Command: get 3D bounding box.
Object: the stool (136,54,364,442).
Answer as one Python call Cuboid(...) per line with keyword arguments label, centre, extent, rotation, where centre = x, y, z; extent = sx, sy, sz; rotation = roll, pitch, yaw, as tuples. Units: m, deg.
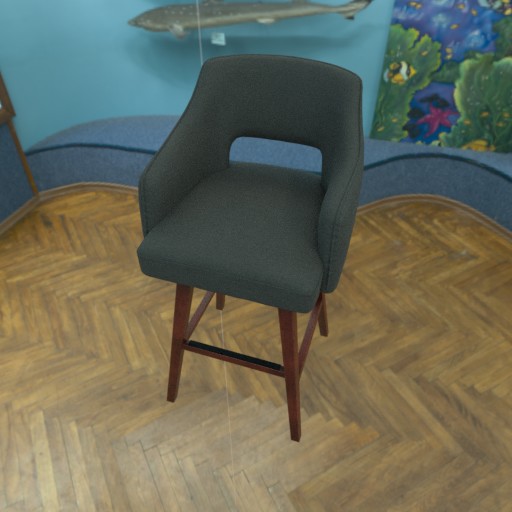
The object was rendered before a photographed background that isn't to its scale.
Cuboid(label="stool", centre=(0.000, 0.000, 1.348), extent=(0.548, 1.012, 0.558), rotation=(12, 42, 14))
